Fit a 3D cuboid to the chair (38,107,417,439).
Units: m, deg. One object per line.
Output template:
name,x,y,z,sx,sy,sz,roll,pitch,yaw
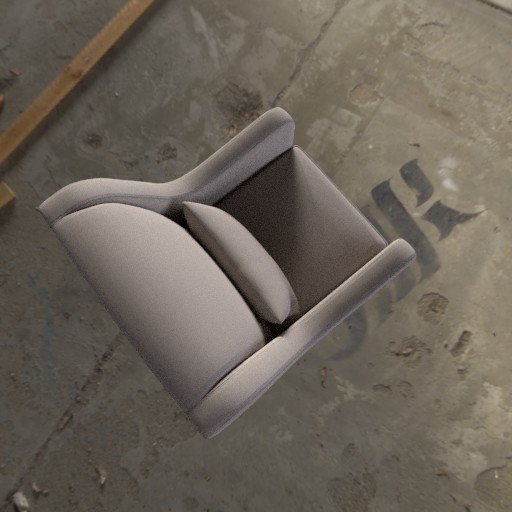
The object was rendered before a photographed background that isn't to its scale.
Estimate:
chair,0.000,0.000,1.561,0.863,1.010,0.715,-38,79,-9
